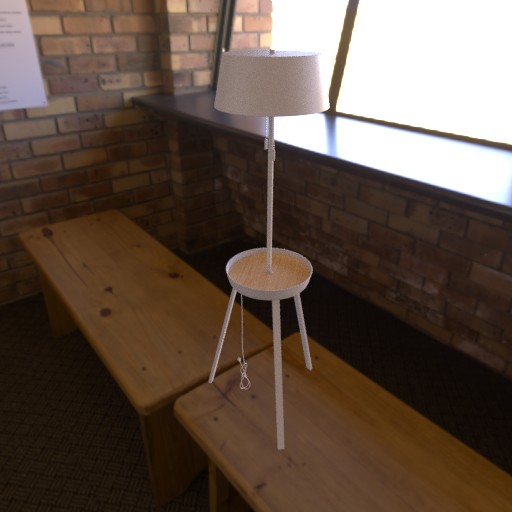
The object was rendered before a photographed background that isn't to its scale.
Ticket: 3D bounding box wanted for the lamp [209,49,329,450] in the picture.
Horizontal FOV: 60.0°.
[{"bbox_3d":[0.000,0.000,1.685,0.468,1.429,0.508,9,30,17],"label":"lamp"}]
